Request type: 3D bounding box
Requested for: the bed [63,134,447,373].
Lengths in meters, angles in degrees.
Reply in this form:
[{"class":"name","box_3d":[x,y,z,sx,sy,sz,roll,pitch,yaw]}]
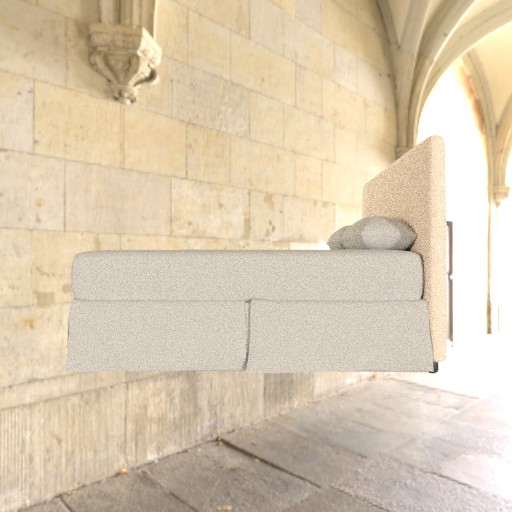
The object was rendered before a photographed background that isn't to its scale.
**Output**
[{"class":"bed","box_3d":[0.000,0.000,3.263,2.142,1.330,1.748,0,-1,1]}]
